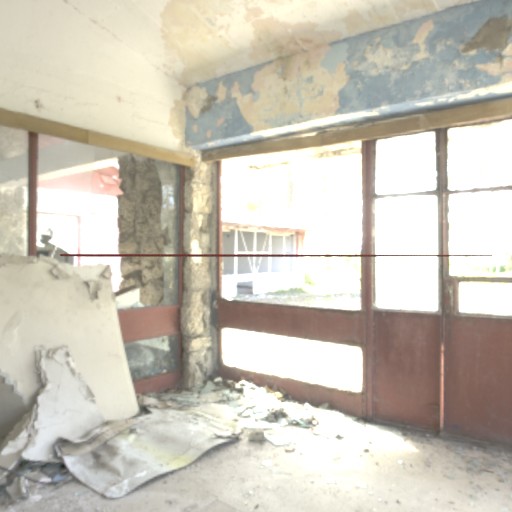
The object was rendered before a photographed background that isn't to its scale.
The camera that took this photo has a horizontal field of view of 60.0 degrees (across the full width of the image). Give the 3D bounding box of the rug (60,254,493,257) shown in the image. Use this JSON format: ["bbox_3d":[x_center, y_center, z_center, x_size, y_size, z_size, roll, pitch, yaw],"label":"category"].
[{"bbox_3d":[0.000,0.000,4.071,3.053,0.013,2.387,0,0,-17],"label":"rug"}]
